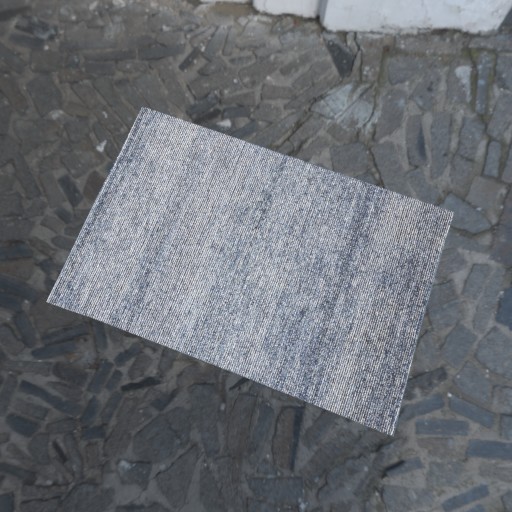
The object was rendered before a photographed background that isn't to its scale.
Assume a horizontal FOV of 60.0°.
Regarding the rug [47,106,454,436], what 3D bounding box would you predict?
[{"bbox_3d":[0.000,0.000,2.189,1.740,0.010,1.135,20,77,5],"label":"rug"}]
